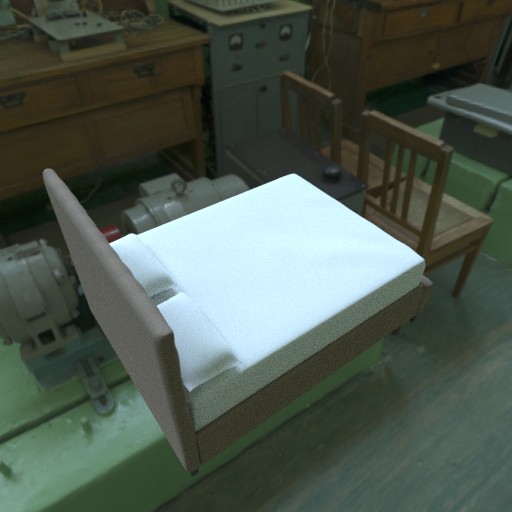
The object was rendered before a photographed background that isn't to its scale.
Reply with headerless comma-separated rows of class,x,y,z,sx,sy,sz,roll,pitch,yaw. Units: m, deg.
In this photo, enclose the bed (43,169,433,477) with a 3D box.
bed,0.000,0.000,3.296,2.233,1.426,1.696,-26,48,-26
